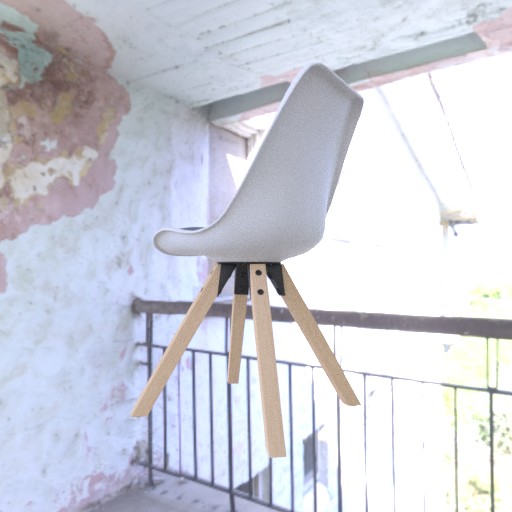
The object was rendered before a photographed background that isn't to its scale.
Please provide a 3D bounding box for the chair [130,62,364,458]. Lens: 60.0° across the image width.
[{"bbox_3d":[0.000,0.000,1.213,0.550,0.850,0.485,-1,-2,35],"label":"chair"}]
